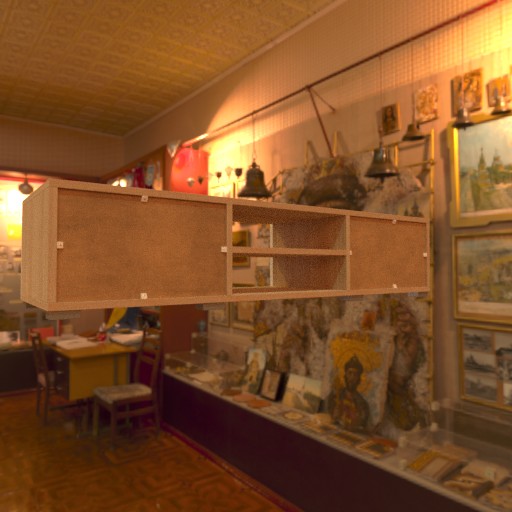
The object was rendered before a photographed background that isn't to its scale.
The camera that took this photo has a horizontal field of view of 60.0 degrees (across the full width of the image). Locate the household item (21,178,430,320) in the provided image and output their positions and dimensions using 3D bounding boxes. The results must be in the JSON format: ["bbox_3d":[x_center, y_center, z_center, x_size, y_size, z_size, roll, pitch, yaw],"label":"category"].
[{"bbox_3d":[0.000,0.000,1.538,1.400,0.310,0.420,1,-2,-35],"label":"household item"}]
